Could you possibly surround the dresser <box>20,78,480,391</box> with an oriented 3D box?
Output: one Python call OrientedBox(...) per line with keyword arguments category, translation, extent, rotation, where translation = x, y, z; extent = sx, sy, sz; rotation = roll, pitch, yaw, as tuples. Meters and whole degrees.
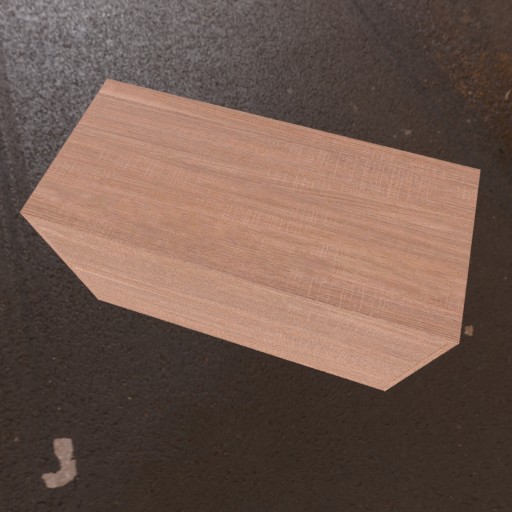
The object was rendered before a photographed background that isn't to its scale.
OrientedBox(category="dresser", translation=(0.000, 0.000, 1.514), extent=(1.110, 0.780, 0.500), rotation=(16, 65, 8))
